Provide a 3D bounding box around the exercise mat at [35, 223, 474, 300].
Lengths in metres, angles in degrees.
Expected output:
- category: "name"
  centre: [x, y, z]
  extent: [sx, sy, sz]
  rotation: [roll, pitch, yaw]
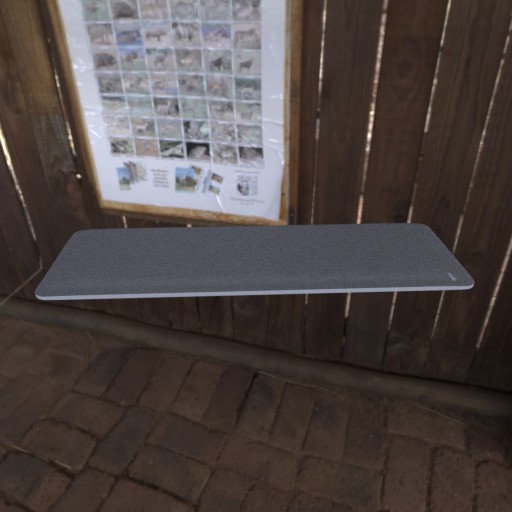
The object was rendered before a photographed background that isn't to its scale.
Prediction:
- category: "exercise mat"
  centre: [0.000, 0.000, 2.114]
  extent: [1.884, 0.021, 0.616]
  rotation: [-1, 30, -2]
